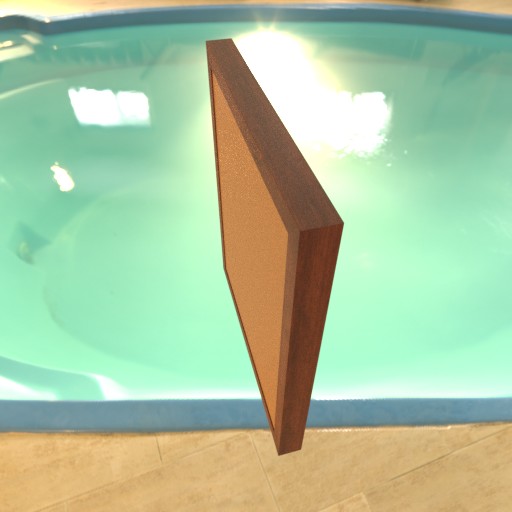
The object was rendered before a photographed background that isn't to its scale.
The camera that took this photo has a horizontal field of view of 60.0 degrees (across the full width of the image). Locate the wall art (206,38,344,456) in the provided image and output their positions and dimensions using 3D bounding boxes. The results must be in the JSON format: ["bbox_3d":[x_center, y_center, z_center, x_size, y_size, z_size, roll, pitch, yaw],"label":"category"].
[{"bbox_3d":[0.000,0.000,0.531,0.030,0.381,0.330,-11,47,-10],"label":"wall art"}]
